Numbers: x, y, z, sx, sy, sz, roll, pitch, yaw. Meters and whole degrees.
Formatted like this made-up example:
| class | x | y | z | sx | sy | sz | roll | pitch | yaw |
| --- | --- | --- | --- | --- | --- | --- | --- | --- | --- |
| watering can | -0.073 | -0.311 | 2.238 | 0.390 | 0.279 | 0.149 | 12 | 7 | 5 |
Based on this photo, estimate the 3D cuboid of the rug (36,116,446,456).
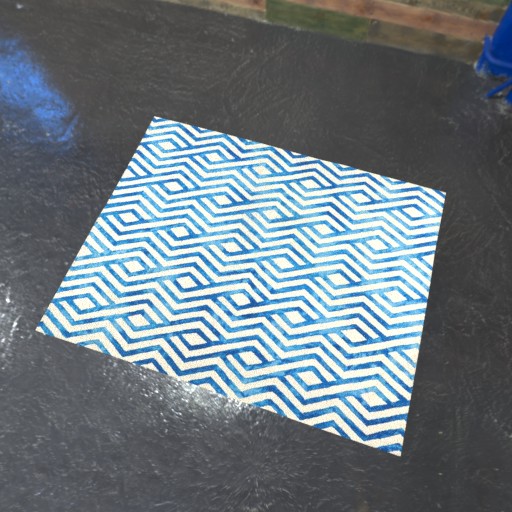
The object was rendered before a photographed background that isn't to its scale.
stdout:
| class | x | y | z | sx | sy | sz | roll | pitch | yaw |
| --- | --- | --- | --- | --- | --- | --- | --- | --- | --- |
| rug | 0.000 | 0.000 | 3.985 | 3.059 | 0.008 | 2.453 | 17 | 66 | 8 |
